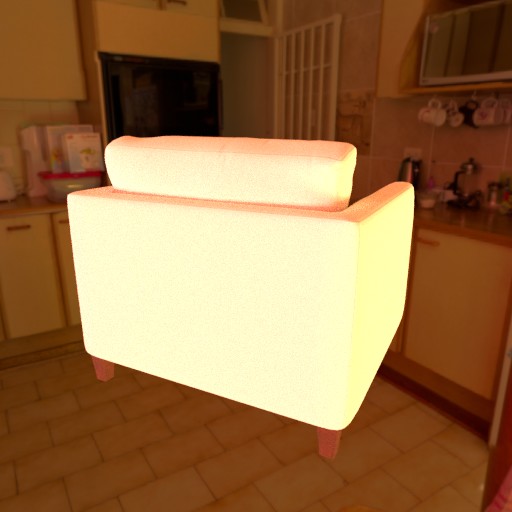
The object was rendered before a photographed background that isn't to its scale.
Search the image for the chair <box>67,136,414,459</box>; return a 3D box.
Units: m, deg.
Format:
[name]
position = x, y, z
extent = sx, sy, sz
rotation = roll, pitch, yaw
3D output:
[chair]
position = 0.000, 0.000, 1.684
extent = 1.019, 0.885, 0.878
rotation = 8, 18, 26
